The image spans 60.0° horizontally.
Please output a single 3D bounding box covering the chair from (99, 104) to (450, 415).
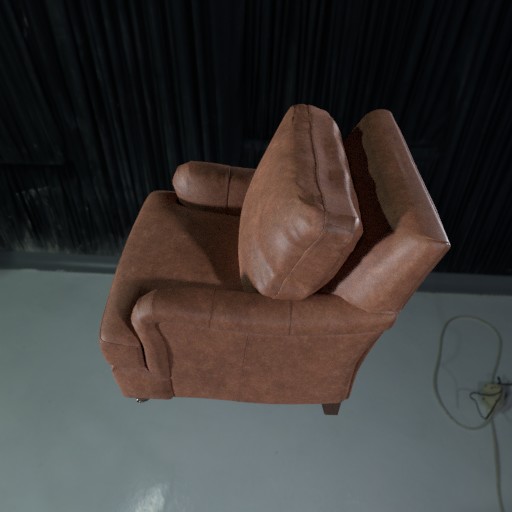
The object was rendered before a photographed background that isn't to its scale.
[{"bbox_3d":[0.000,0.000,1.903,1.158,1.055,0.986,1,42,1],"label":"chair"}]
